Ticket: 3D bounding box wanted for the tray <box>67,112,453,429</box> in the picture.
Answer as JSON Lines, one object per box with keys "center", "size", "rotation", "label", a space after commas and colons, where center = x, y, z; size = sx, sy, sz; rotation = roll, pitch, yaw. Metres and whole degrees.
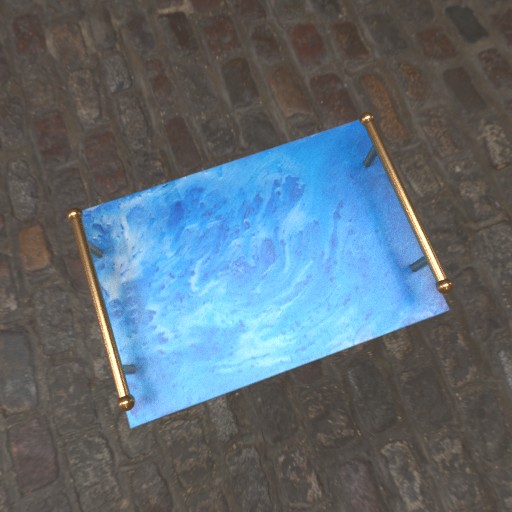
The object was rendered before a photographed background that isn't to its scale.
{"center": [0.000, 0.000, 0.582], "size": [0.444, 0.084, 0.304], "rotation": [-19, 77, -5], "label": "tray"}
